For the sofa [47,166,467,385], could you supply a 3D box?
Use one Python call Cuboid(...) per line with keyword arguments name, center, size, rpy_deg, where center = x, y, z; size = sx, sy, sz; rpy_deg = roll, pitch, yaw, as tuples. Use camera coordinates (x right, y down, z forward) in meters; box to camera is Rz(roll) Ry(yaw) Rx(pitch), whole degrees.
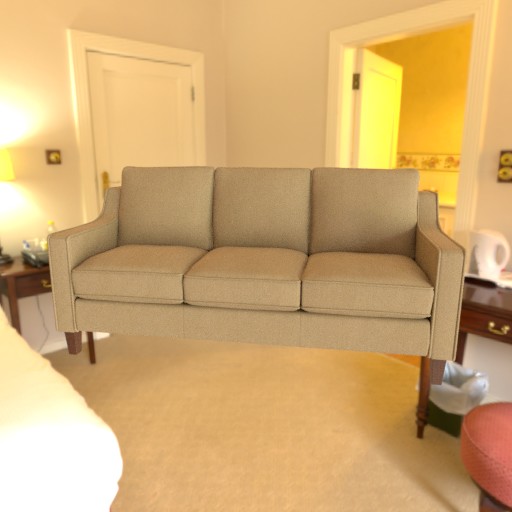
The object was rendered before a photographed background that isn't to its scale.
Cuboid(name="sofa", center=(0.000, 0.000, 2.505), size=(1.986, 0.974, 0.911), rpy_deg=(2, 14, 9))
